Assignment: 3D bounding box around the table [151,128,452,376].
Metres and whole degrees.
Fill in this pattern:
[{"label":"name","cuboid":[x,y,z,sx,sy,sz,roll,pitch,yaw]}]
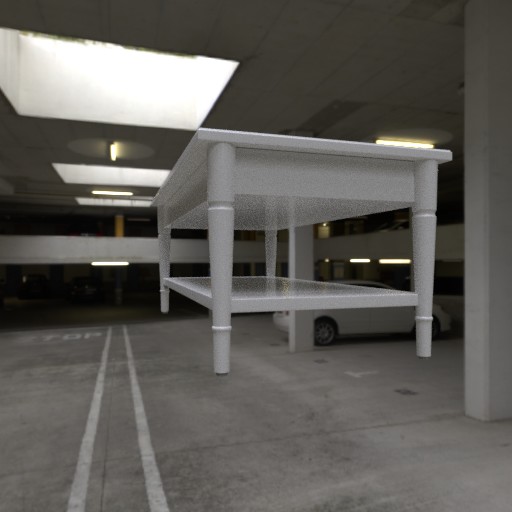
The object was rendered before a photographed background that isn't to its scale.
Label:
[{"label":"table","cuboid":[0.000,0.000,1.389,0.559,0.457,1.067,0,0,-18]}]
